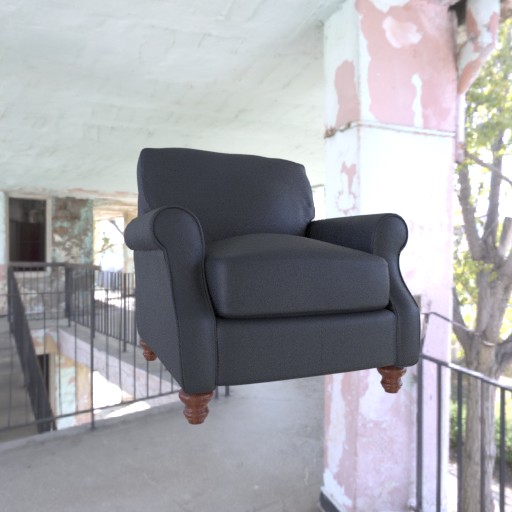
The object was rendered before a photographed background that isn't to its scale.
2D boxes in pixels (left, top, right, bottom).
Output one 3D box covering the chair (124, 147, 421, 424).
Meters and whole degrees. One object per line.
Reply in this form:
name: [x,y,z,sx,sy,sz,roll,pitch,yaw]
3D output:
chair: [0.000,0.000,1.799,1.015,0.960,1.027,0,1,-18]
